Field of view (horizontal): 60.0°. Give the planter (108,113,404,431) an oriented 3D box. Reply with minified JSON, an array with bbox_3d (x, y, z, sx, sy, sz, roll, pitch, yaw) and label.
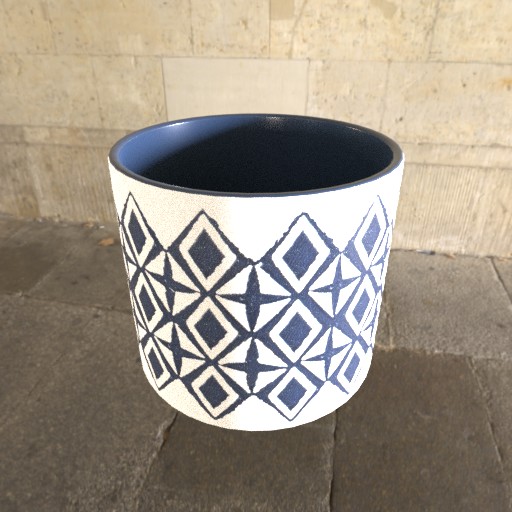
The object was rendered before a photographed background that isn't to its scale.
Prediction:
[{"bbox_3d":[0.000,0.000,0.281,0.159,0.144,0.159,0,29,0],"label":"planter"}]
